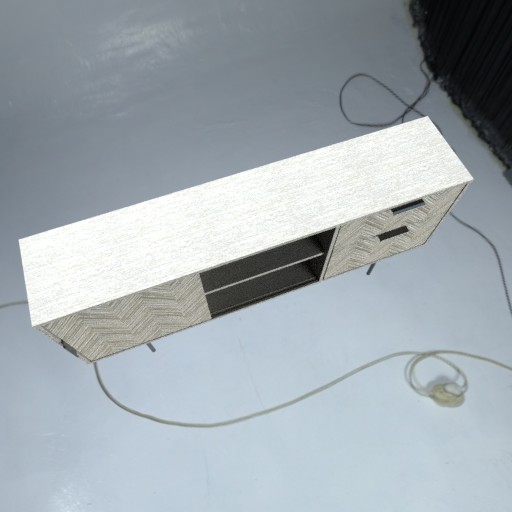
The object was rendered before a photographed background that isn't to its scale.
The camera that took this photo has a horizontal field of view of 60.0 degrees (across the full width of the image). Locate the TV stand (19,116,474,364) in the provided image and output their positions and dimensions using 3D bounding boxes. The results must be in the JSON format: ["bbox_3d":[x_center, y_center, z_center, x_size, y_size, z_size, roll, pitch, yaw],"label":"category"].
[{"bbox_3d":[0.000,0.000,2.118,1.804,0.787,0.405,-19,65,-9],"label":"TV stand"}]
